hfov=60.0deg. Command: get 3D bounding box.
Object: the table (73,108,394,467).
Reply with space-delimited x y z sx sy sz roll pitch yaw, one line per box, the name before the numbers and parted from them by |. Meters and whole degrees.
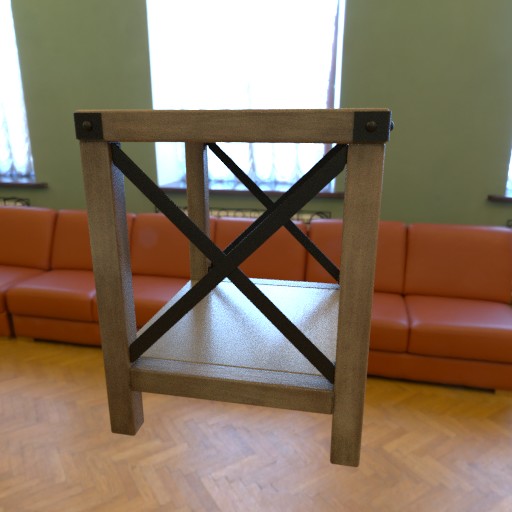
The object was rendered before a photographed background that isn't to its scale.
table | 0.000 0.000 0.912 0.459 0.561 0.510 3 17 11
